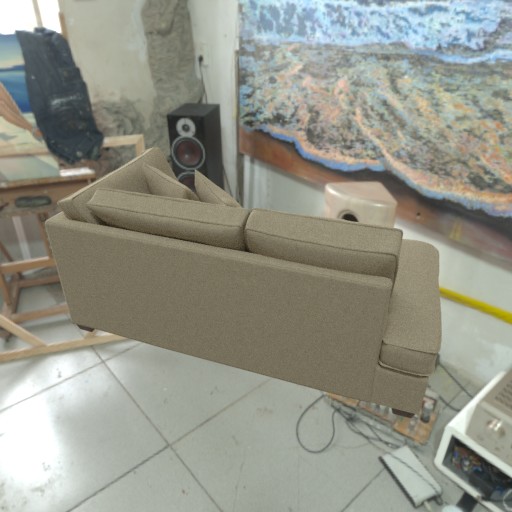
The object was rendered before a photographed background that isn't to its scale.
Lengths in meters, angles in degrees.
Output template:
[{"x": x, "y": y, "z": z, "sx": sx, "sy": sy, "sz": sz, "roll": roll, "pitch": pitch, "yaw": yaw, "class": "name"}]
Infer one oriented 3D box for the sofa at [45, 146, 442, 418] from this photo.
[{"x": 0.000, "y": 0.000, "z": 2.828, "sx": 2.237, "sy": 1.033, "sz": 1.110, "roll": 11, "pitch": 33, "yaw": 17, "class": "sofa"}]
